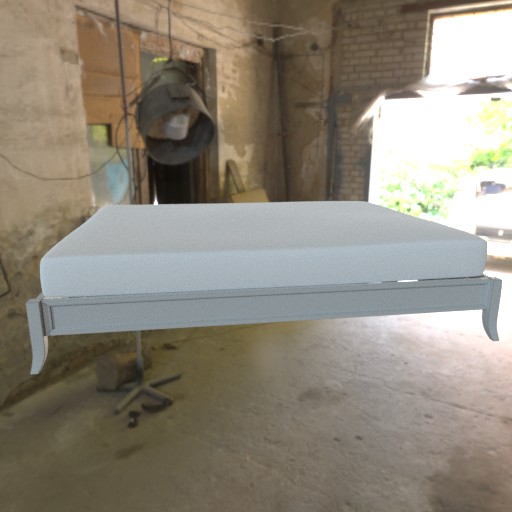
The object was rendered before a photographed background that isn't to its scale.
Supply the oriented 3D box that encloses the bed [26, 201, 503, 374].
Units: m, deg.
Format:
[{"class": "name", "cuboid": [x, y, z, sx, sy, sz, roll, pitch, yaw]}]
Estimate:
[{"class": "bed", "cuboid": [0.000, 0.000, 2.665, 2.108, 0.510, 1.604, -2, 15, -8]}]
